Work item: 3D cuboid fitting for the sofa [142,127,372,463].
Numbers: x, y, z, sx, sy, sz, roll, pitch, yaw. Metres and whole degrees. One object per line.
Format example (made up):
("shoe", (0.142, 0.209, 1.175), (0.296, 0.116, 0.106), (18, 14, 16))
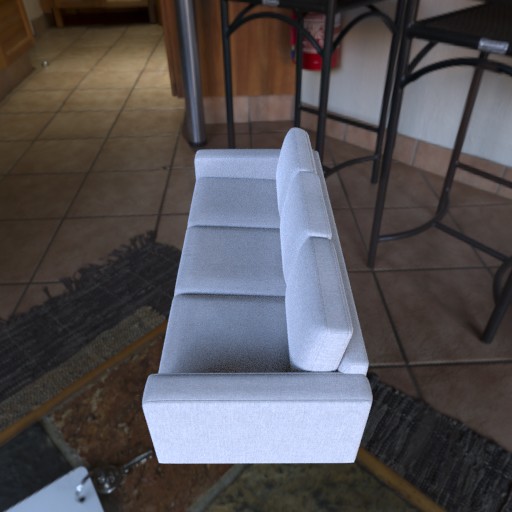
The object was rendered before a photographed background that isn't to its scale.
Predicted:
("sofa", (0.000, 0.000, 2.583), (0.900, 0.800, 2.120), (0, 40, 0))
